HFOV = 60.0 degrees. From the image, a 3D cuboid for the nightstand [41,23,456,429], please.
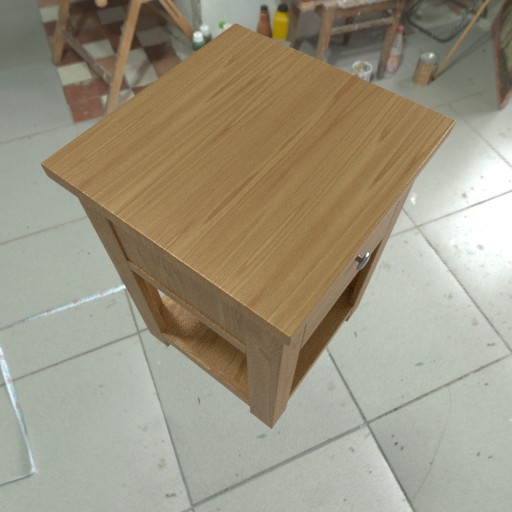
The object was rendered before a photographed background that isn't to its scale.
[{"bbox_3d":[0.000,0.000,0.888,0.418,0.614,0.428,33,63,19],"label":"nightstand"}]
